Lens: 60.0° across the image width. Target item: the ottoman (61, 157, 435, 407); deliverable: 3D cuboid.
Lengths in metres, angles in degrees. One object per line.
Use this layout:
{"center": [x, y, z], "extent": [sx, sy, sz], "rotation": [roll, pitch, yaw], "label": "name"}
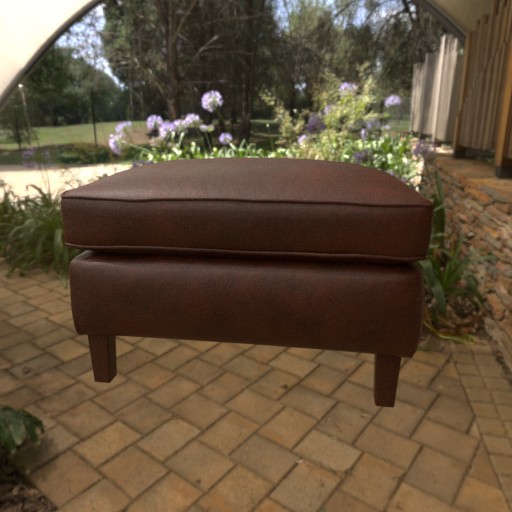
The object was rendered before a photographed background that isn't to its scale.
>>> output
{"center": [0.000, 0.000, 1.001], "extent": [0.665, 0.432, 0.501], "rotation": [2, 16, 8], "label": "ottoman"}
